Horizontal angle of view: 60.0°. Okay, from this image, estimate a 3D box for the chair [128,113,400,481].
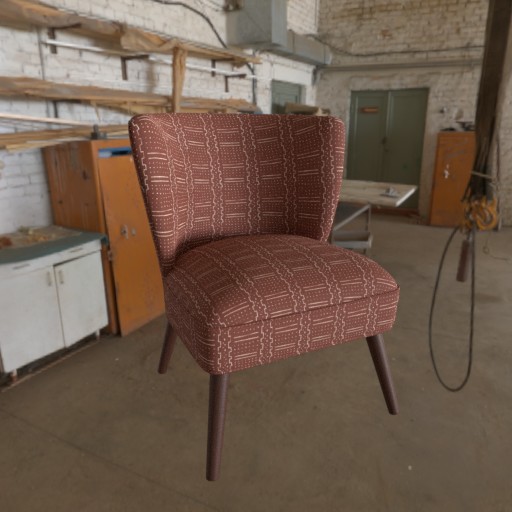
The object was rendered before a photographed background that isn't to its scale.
[{"bbox_3d":[0.000,0.000,1.395,0.706,0.866,0.758,-8,19,-25],"label":"chair"}]
